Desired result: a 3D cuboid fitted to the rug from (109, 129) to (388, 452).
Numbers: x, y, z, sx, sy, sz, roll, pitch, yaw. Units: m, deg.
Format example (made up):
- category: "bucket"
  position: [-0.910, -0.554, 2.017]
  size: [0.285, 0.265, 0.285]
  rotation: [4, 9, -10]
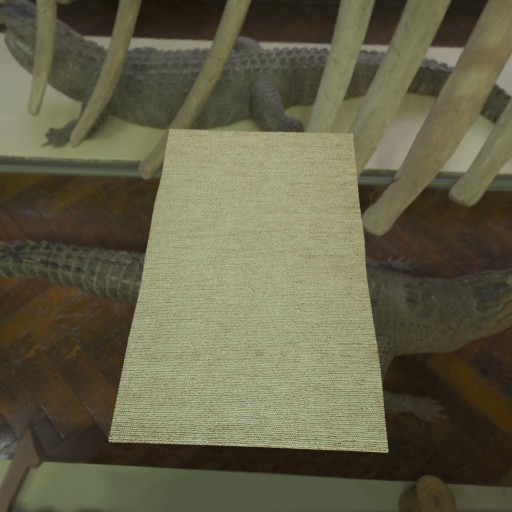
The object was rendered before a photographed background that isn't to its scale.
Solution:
- category: "rug"
  position: [0.000, 0.000, 3.048]
  size: [1.533, 0.011, 2.439]
  rotation: [2, 58, 1]
